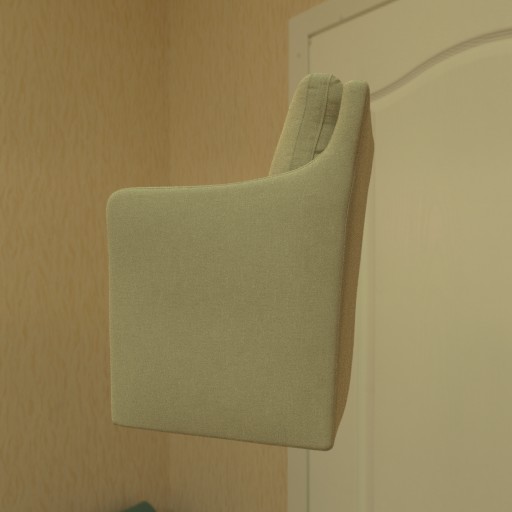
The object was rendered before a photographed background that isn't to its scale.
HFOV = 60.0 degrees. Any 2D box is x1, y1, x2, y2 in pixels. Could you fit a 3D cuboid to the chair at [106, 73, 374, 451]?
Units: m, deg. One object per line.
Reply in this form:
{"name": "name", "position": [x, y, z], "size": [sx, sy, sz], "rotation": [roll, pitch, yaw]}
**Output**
{"name": "chair", "position": [0.000, 0.000, 1.369], "size": [0.694, 0.914, 0.626], "rotation": [0, 1, 16]}
